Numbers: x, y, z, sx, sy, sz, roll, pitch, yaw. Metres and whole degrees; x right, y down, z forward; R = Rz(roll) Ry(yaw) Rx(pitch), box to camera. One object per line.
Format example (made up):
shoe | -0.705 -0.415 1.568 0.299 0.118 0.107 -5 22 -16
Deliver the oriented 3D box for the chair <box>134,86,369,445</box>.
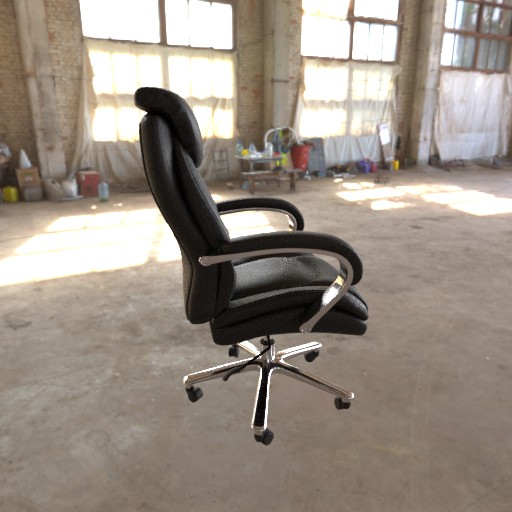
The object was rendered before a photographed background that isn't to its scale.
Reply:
chair | 0.000 0.000 1.684 0.790 1.183 0.755 -3 17 -9
